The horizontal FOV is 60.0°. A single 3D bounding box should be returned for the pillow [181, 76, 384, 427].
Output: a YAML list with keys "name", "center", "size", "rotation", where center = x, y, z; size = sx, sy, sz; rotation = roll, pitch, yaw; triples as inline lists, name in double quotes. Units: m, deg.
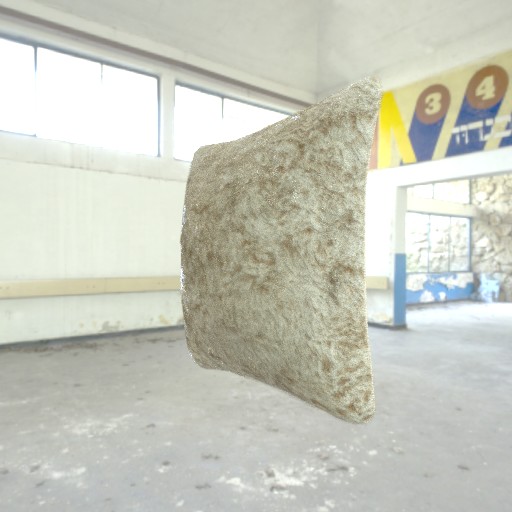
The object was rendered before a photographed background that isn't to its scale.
- name: "pillow"
  center: [0.000, 0.000, 0.826]
  size: [0.216, 0.525, 0.538]
  rotation: [0, 0, -36]
